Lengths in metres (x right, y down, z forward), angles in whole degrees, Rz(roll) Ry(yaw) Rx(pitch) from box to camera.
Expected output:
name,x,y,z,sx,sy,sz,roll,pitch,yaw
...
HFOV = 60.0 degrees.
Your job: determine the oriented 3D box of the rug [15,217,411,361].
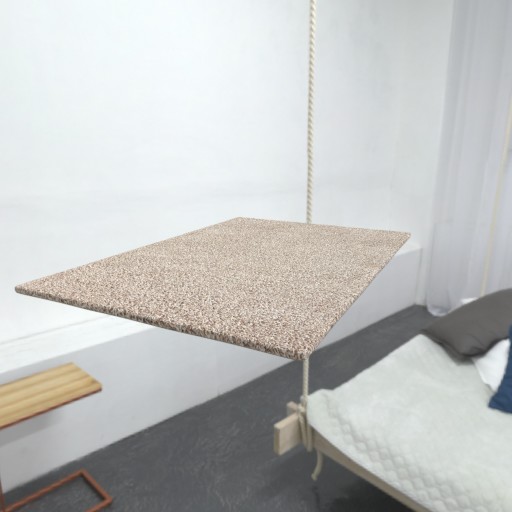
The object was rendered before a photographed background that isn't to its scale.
name,x,y,z,sx,sy,sz,roll,pitch,yaw
rug,0.000,0.000,2.223,1.219,0.030,1.778,8,17,26
